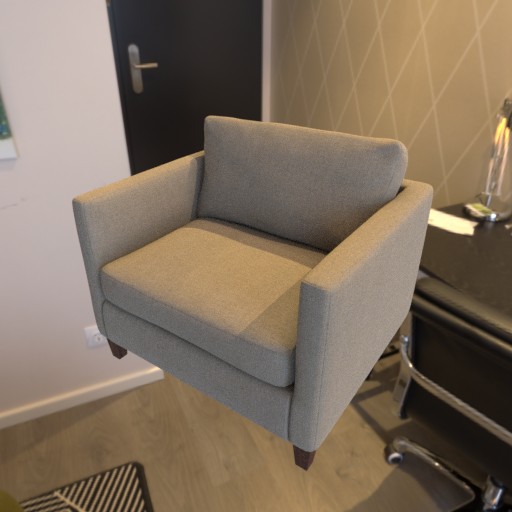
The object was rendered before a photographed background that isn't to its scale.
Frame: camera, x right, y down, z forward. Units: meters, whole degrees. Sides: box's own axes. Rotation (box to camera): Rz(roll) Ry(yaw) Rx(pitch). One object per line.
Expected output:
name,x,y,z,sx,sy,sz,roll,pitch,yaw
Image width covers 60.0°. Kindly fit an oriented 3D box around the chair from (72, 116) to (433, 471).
chair,0.000,0.000,1.820,1.107,0.963,0.959,19,35,30
